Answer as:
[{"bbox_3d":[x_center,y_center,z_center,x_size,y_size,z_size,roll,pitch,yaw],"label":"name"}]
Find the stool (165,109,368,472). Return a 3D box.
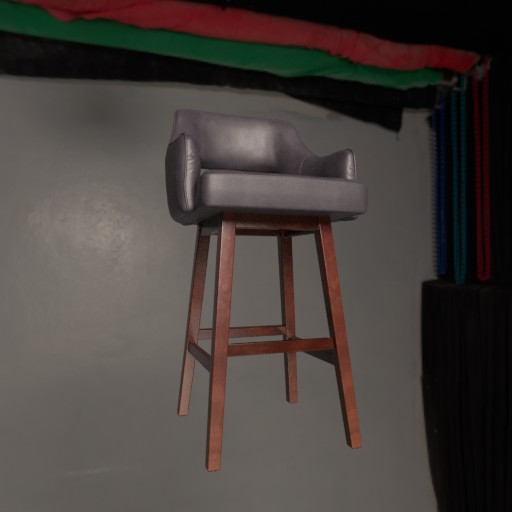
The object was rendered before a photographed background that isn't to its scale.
[{"bbox_3d":[0.000,0.000,1.370,0.550,1.041,0.560,0,-1,-19],"label":"stool"}]
